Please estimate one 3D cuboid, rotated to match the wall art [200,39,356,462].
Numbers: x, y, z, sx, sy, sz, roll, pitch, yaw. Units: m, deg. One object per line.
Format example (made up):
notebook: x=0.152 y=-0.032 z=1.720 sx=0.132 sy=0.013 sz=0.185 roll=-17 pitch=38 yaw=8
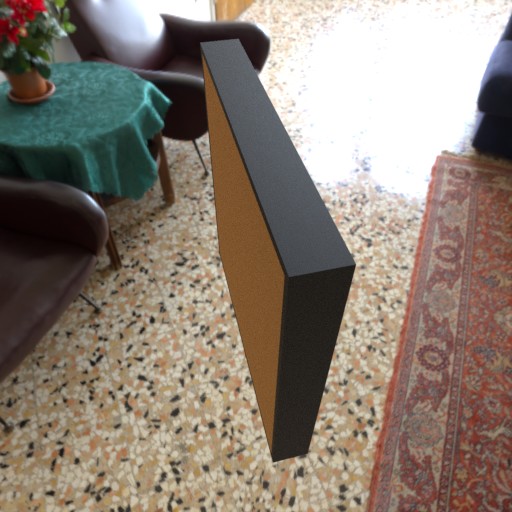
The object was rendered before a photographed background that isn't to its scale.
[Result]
wall art: x=0.000 y=0.000 z=0.449 sx=0.038 sy=0.304 sz=0.304 roll=-10 pitch=49 yaw=-9
